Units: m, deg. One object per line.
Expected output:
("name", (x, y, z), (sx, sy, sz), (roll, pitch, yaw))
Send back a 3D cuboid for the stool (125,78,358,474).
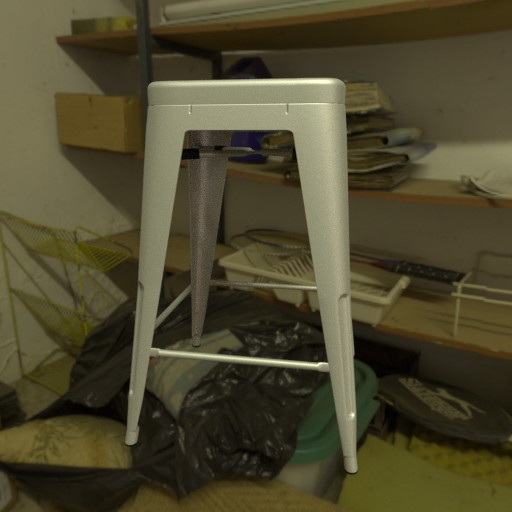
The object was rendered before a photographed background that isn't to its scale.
("stool", (0.000, 0.000, 0.861), (0.406, 0.610, 0.406), (3, 16, 10))
